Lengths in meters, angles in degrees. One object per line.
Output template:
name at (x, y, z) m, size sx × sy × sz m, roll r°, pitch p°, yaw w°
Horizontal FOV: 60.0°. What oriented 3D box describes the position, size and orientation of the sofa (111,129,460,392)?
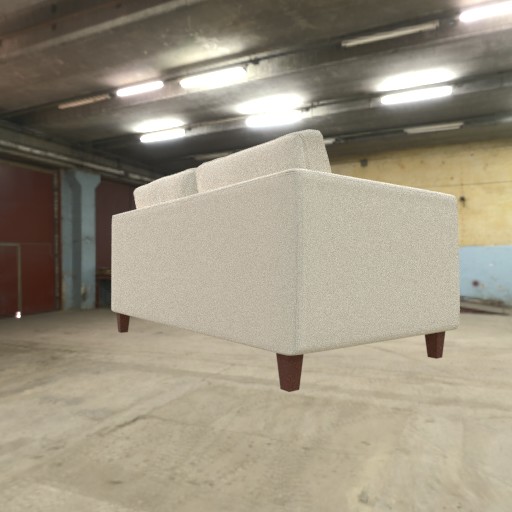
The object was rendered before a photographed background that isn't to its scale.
sofa at (0.000, 0.000, 2.275) m, size 0.964 × 0.888 × 1.702 m, roll 1°, pitch -1°, yaw -36°
